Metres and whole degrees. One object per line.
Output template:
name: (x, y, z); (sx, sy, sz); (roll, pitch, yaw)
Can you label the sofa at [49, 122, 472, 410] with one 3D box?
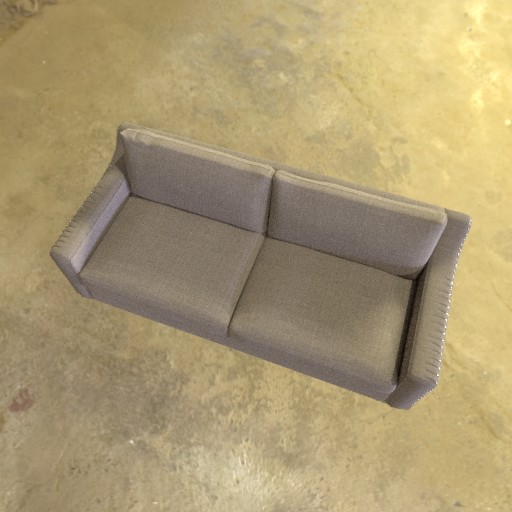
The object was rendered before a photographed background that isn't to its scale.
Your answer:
sofa: (0.000, 0.000, 2.652); (2.208, 0.857, 1.000); (17, 60, 10)
